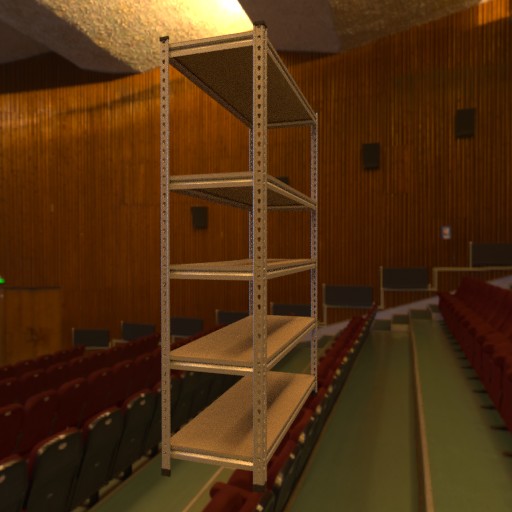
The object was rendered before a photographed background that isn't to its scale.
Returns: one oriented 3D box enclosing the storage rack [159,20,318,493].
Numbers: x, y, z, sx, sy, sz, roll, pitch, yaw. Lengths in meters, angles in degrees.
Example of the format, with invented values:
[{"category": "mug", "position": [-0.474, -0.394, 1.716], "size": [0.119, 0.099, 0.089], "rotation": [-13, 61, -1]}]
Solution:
[{"category": "storage rack", "position": [0.000, 0.000, 2.360], "size": [0.457, 1.829, 1.219], "rotation": [0, 1, 18]}]
